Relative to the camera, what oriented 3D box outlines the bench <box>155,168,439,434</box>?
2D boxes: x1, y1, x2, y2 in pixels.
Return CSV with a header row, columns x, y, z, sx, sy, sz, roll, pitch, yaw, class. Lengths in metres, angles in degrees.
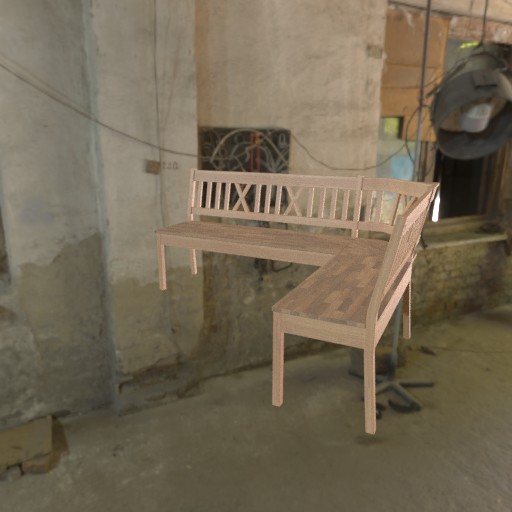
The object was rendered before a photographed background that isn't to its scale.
x,y,z,sx,sy,sz,roll,pitch,yaw,class
0.000,0.000,2.738,1.937,0.902,1.537,8,17,25,bench
